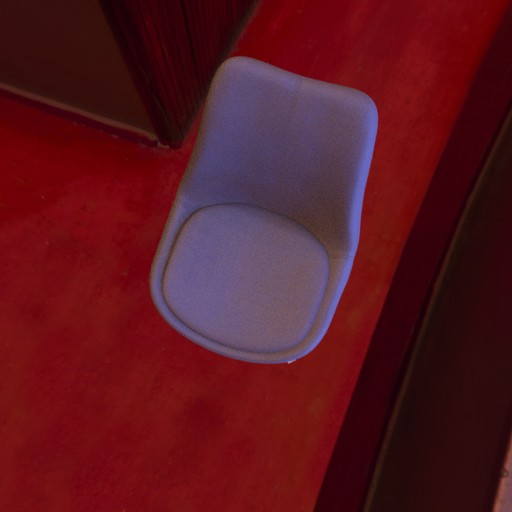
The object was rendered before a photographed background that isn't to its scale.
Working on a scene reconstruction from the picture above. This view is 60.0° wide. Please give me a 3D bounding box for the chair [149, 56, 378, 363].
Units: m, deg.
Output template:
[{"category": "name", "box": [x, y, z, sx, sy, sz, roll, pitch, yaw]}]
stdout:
[{"category": "chair", "box": [0.000, 0.000, 1.192, 0.483, 0.865, 0.547, 19, 77, 4]}]
